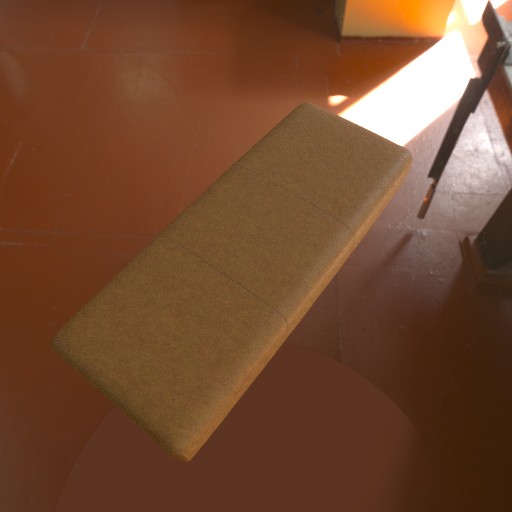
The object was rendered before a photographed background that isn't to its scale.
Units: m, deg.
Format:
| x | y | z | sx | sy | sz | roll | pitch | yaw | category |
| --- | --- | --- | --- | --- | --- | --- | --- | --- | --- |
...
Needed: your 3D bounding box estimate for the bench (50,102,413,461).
| x | y | z | sx | sy | sz | roll | pitch | yaw | category |
| --- | --- | --- | --- | --- | --- | --- | --- | --- | --- |
| 0.000 | 0.000 | 1.912 | 0.653 | 0.399 | 1.610 | 32 | 63 | 19 | bench |
